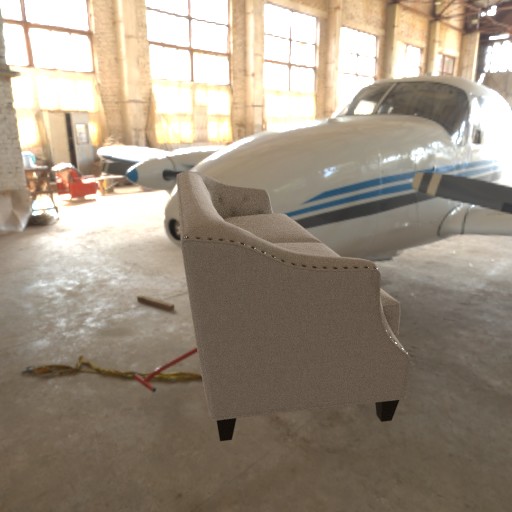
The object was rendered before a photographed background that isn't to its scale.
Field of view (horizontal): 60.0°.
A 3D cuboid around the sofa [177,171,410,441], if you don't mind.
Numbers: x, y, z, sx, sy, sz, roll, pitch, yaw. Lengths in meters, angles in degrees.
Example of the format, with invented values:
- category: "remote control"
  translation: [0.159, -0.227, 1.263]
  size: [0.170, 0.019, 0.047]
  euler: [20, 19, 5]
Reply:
- category: "sofa"
  translation: [0.000, 0.000, 2.735]
  size: [0.914, 0.901, 2.235]
  euler: [-3, 16, -10]
